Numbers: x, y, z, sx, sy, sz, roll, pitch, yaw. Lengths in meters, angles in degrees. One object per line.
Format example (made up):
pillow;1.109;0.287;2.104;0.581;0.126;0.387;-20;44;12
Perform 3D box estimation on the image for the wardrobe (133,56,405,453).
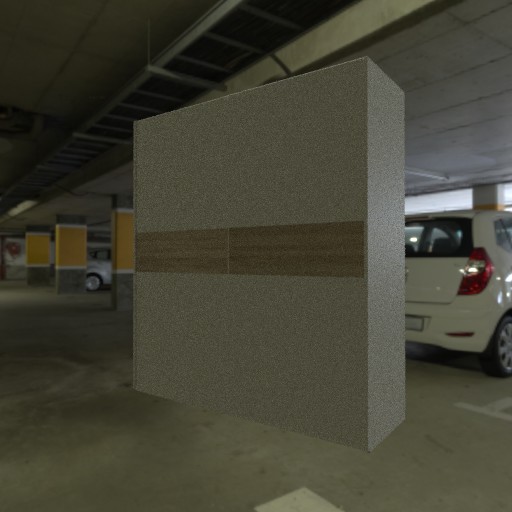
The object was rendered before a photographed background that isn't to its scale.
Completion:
wardrobe;0.000;0.000;3.025;1.830;2.020;0.600;0;-1;36
